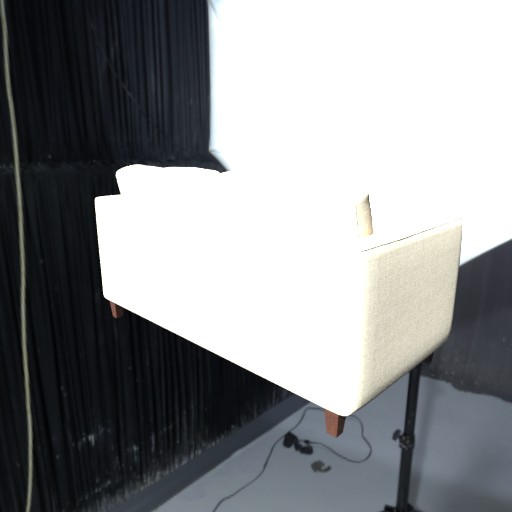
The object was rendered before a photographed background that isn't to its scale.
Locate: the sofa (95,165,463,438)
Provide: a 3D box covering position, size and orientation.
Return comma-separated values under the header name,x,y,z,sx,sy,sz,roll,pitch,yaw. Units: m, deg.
name,x,y,z,sx,sy,sz,roll,pitch,yaw
sofa,0.000,0.000,2.450,1.884,0.963,0.950,14,20,43
